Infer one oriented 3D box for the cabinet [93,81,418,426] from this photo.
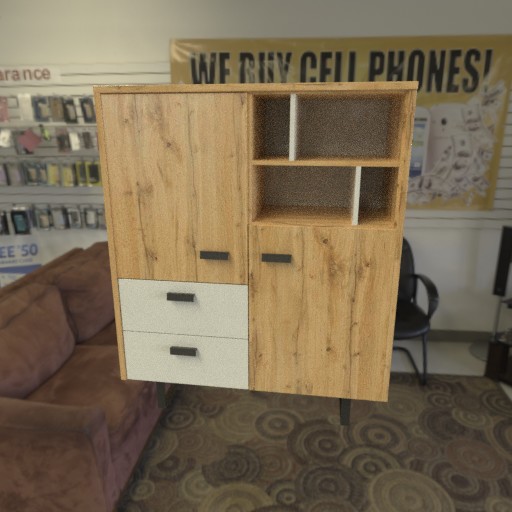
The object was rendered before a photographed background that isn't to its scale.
[{"bbox_3d":[0.000,0.000,1.972,1.168,1.397,0.473,2,16,8],"label":"cabinet"}]
